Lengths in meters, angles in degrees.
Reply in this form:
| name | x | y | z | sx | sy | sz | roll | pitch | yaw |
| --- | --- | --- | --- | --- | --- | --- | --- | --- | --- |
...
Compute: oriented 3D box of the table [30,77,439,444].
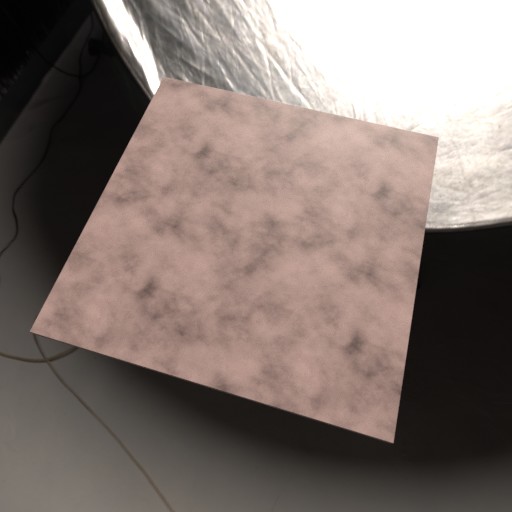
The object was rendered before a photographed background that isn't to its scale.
| name | x | y | z | sx | sy | sz | roll | pitch | yaw |
| --- | --- | --- | --- | --- | --- | --- | --- | --- | --- |
| table | 0.000 | 0.000 | 1.048 | 0.670 | 0.305 | 0.670 | 15 | 65 | 7 |
